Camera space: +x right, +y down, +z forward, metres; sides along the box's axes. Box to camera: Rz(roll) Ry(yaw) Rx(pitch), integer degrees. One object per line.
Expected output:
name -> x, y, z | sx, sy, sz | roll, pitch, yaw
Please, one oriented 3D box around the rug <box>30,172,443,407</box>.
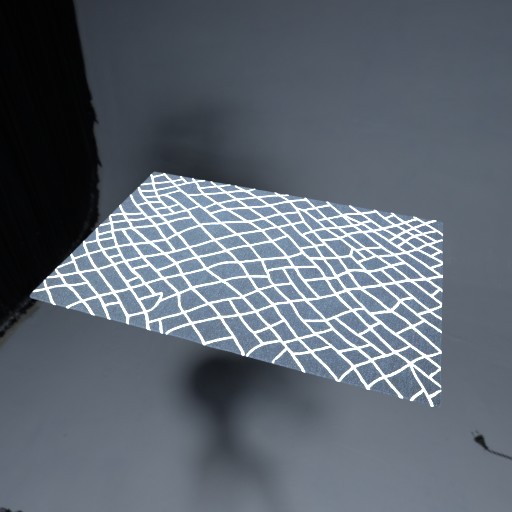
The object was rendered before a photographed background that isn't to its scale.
rug -> 0.000, 0.000, 2.286 | 1.830, 0.013, 1.223 | 12, 42, 14
